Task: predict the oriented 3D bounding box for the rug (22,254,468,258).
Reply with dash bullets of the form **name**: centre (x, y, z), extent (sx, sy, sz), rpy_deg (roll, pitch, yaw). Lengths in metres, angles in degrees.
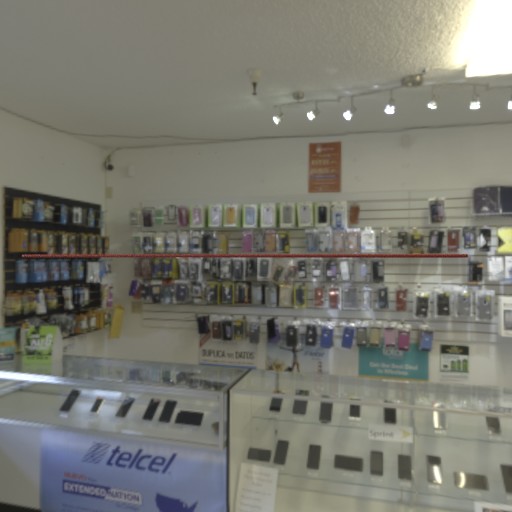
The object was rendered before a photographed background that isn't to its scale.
- **rug**: centre (0.000, 0.000, 2.261), extent (1.802, 0.013, 1.194), rpy_deg (0, 0, 17)
